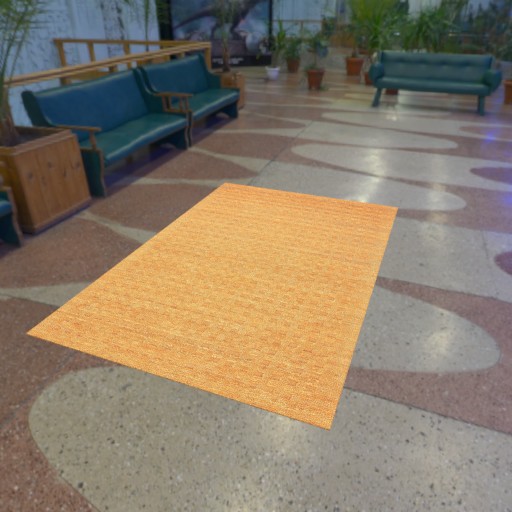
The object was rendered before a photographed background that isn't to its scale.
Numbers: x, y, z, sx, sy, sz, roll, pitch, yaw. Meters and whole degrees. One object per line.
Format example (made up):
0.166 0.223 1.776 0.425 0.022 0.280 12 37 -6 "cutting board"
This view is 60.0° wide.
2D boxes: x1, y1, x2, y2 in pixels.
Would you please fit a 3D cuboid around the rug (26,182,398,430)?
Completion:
0.000 0.000 2.859 1.524 0.006 2.285 11 31 19 "rug"
